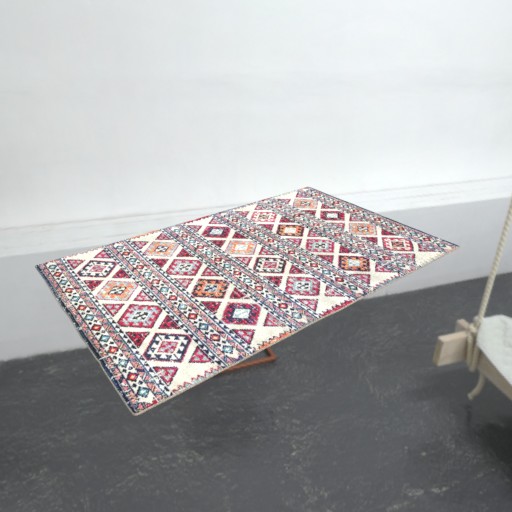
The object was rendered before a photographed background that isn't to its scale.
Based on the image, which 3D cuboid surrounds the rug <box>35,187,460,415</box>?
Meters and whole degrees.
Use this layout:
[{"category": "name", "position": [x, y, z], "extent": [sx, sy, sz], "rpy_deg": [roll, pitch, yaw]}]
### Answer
[{"category": "rug", "position": [0.000, 0.000, 2.979], "extent": [2.440, 0.010, 1.545], "rpy_deg": [-20, 35, -32]}]
